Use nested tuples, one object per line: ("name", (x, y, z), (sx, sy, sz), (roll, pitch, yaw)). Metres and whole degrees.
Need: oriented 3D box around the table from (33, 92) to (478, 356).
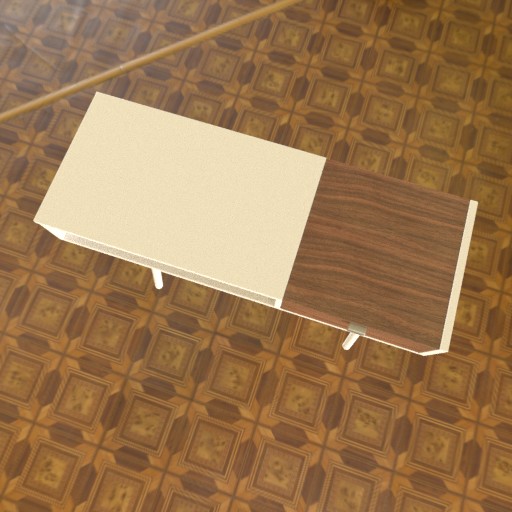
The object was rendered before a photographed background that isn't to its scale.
("table", (0.000, 0.000, 1.508), (1.066, 0.785, 0.418), (17, 75, 5))
